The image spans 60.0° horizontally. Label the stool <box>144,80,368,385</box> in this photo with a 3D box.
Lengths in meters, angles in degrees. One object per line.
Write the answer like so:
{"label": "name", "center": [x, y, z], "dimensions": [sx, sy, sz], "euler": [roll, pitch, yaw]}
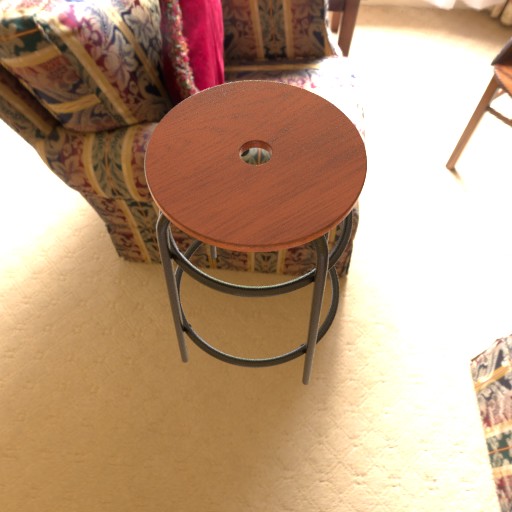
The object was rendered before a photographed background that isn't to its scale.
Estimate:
{"label": "stool", "center": [0.000, 0.000, 0.930], "dimensions": [0.455, 0.610, 0.455], "euler": [-31, 64, -17]}
